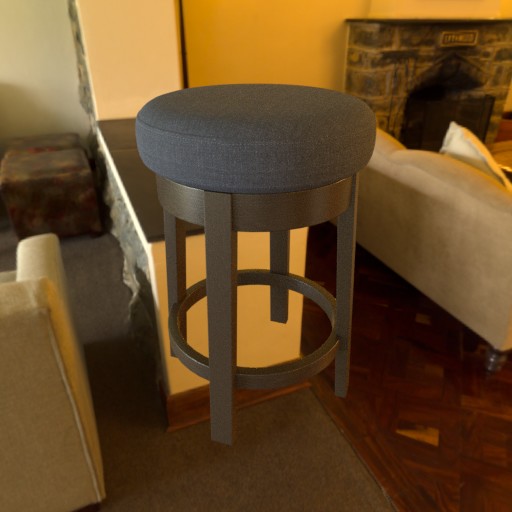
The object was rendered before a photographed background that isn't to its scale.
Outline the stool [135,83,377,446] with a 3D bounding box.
[{"bbox_3d":[0.000,0.000,0.943,0.449,0.655,0.449,0,29,0],"label":"stool"}]
